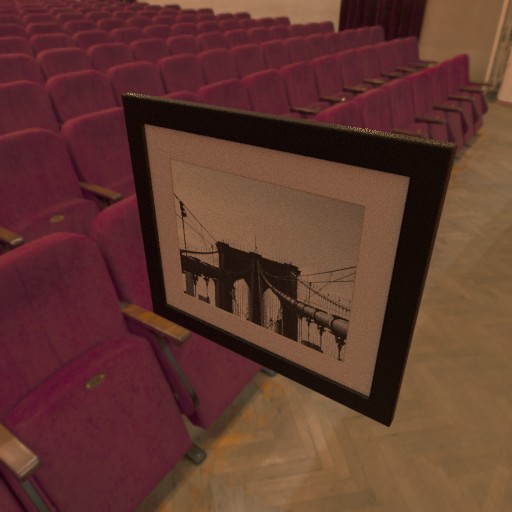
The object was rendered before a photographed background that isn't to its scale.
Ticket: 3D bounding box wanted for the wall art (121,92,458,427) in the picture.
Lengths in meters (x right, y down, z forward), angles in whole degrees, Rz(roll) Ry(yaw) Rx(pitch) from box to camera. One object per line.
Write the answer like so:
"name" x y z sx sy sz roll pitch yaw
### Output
"wall art" 0.000 0.000 0.718 0.521 0.450 0.018 19 36 29
